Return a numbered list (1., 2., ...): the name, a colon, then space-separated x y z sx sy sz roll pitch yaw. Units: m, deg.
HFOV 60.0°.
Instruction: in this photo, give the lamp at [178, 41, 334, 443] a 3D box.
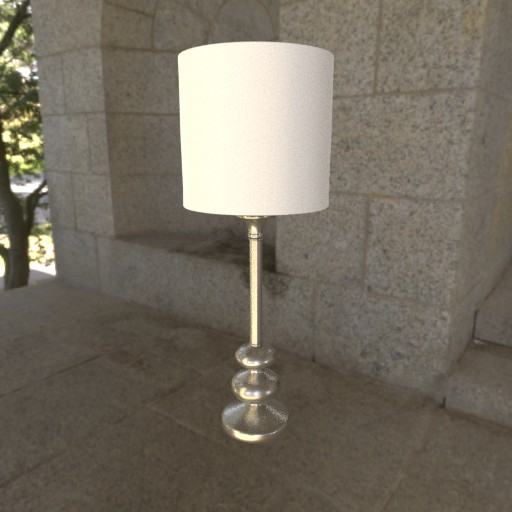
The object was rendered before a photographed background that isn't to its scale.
1. lamp: 0.000 0.000 0.808 0.254 0.690 0.254 2 14 8
